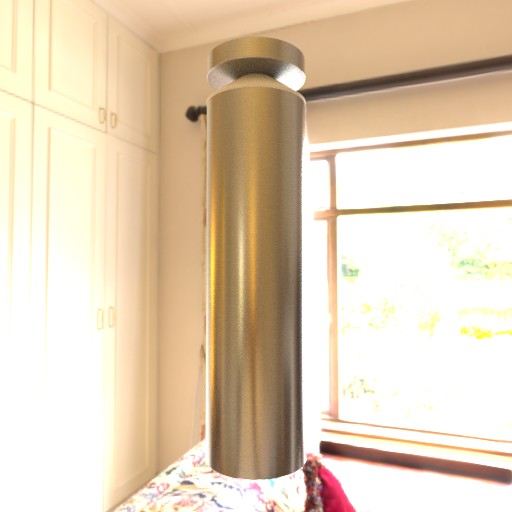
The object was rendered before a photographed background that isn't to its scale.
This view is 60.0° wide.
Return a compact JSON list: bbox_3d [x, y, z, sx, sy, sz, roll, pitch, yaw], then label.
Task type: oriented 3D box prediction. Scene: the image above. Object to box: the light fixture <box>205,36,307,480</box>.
[{"bbox_3d":[0.000,0.000,0.450,0.102,0.400,0.102,1,-2,-16],"label":"light fixture"}]
